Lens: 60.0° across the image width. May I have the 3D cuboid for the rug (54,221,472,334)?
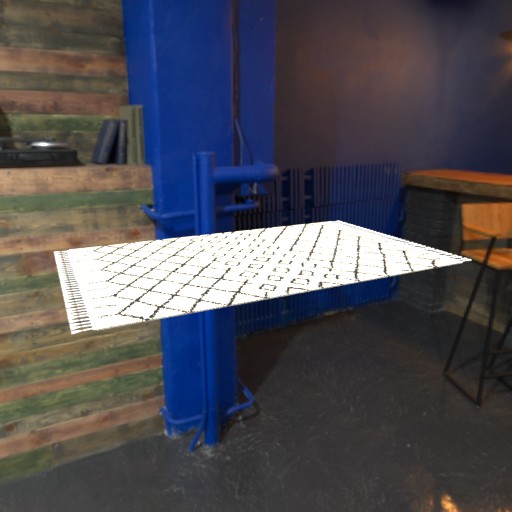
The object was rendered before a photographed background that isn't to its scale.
[{"bbox_3d":[0.000,0.000,2.462,2.006,0.008,1.196,-8,18,-25],"label":"rug"}]
